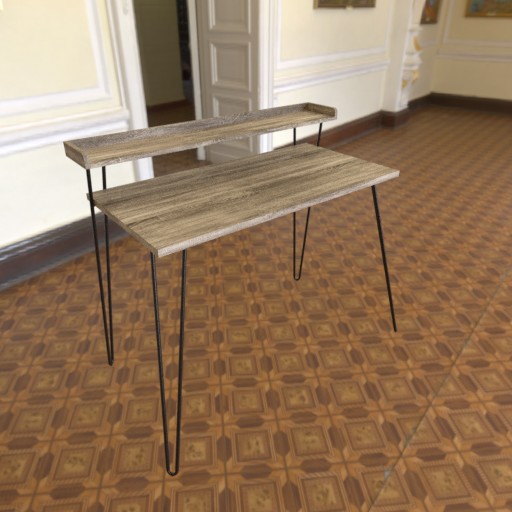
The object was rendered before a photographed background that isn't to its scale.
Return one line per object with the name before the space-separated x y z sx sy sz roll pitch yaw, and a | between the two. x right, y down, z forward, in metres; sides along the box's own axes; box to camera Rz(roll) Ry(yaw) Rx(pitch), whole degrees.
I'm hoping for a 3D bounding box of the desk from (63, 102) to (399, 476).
desk | 0.000 0.000 1.636 1.135 0.899 0.605 -21 36 -33
